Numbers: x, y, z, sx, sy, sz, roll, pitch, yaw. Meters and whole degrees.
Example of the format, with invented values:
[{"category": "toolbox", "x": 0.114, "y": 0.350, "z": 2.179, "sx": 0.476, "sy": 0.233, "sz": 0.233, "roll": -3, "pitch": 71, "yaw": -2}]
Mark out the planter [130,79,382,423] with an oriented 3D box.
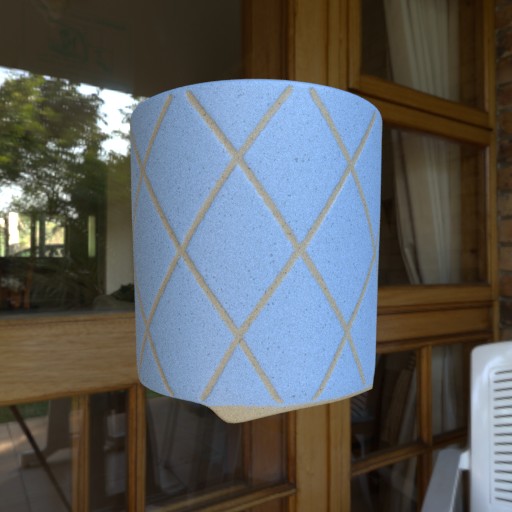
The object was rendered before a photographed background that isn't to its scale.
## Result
[{"category": "planter", "x": 0.000, "y": 0.000, "z": 0.346, "sx": 0.191, "sy": 0.200, "sz": 0.191, "roll": 0, "pitch": -1, "yaw": 0}]
